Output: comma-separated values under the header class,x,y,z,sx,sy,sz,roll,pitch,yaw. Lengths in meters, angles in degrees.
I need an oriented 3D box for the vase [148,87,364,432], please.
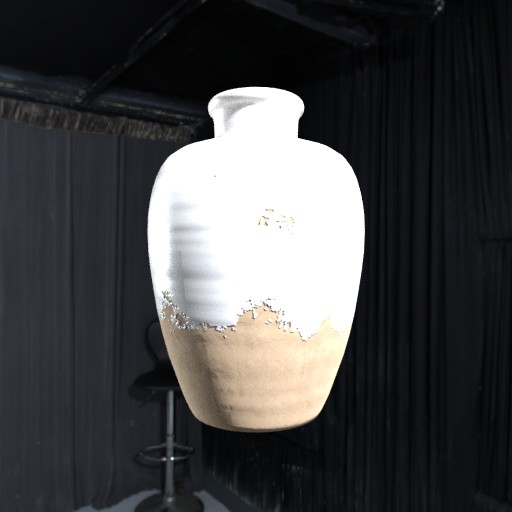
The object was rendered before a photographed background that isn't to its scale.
class,x,y,z,sx,sy,sz,roll,pitch,yaw
vase,0.000,0.000,0.333,0.158,0.228,0.158,0,1,0
